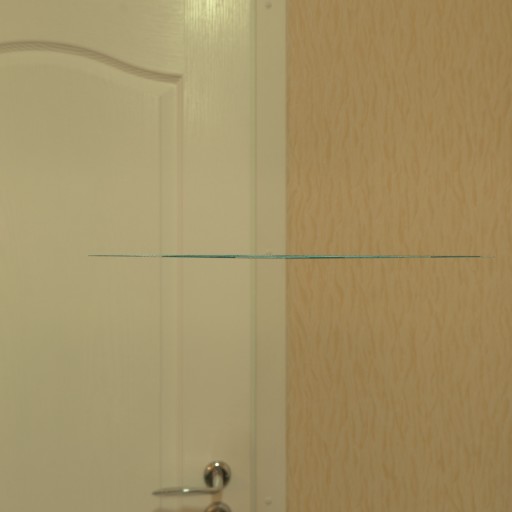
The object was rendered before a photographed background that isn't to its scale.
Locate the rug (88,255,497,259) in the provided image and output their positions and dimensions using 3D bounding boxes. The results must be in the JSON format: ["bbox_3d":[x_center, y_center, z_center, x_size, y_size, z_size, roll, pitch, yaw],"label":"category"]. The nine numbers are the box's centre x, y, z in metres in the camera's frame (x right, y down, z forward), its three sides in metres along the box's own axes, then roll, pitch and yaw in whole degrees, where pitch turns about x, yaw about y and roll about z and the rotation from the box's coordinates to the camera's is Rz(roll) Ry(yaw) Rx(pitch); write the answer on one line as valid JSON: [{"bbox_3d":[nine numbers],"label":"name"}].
[{"bbox_3d":[0.000,0.000,2.962,1.528,0.005,2.420,0,0,-36],"label":"rug"}]
